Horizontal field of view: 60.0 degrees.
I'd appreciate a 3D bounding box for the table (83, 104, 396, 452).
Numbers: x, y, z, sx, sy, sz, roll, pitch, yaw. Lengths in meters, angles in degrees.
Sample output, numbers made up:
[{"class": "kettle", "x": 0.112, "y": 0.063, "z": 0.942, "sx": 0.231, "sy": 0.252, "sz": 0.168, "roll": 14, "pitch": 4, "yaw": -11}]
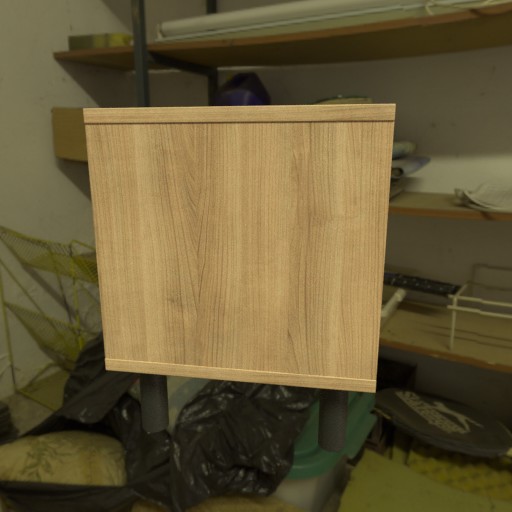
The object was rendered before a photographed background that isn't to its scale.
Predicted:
[{"class": "table", "x": 0.000, "y": 0.000, "z": 0.776, "sx": 0.380, "sy": 0.460, "sz": 0.445, "roll": 2, "pitch": 14, "yaw": 9}]
